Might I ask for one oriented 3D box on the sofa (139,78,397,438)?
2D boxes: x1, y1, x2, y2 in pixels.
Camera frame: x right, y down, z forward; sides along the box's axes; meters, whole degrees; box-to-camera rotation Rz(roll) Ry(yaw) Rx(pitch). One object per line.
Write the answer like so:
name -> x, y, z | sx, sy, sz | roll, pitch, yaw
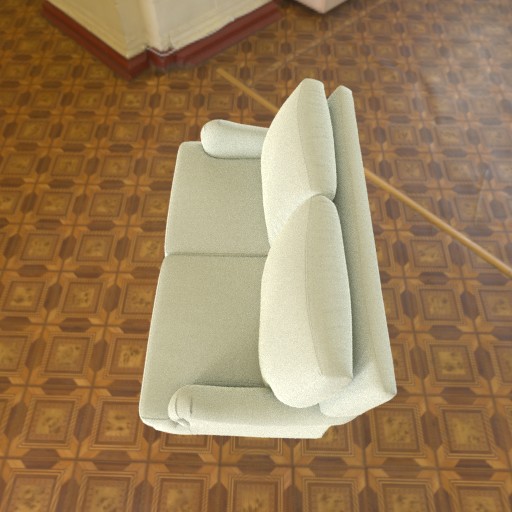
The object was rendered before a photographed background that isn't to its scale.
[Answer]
sofa -> 0.000, 0.000, 2.491 | 1.084, 1.101, 1.853 | 1, 58, 1
